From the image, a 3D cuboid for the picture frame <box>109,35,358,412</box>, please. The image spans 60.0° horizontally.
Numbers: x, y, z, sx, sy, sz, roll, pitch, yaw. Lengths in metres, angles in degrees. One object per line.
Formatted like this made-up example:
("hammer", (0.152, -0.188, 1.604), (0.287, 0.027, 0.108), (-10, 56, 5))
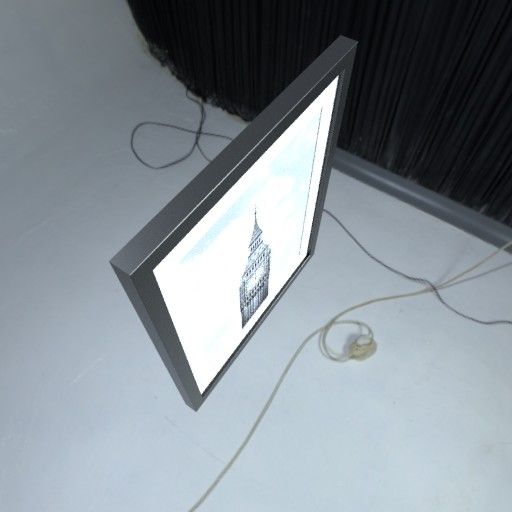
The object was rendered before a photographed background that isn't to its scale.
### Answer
("picture frame", (0.000, 0.000, 0.762), (0.028, 0.556, 0.460), (31, 63, 18))
